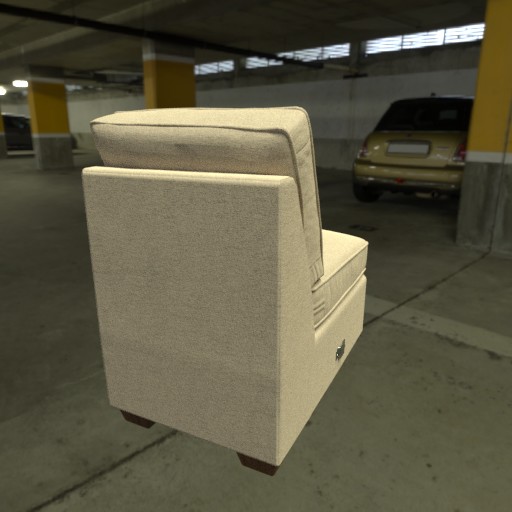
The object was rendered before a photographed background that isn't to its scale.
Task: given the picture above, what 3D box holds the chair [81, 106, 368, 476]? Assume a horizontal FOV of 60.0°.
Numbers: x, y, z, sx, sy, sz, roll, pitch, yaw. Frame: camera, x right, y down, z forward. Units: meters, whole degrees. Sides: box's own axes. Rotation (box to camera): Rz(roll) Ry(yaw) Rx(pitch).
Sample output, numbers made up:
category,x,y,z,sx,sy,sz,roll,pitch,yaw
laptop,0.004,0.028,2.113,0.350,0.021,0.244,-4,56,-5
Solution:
category,x,y,z,sx,sy,sz,roll,pitch,yaw
chair,0.000,0.000,1.561,0.621,0.970,0.938,8,18,26
